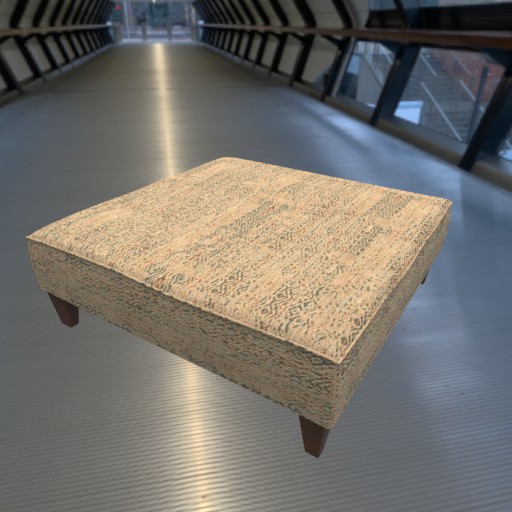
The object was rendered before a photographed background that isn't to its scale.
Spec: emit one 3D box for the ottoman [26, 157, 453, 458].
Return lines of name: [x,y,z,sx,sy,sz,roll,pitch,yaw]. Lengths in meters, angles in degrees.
ottoman: [0.000,0.000,1.473,1.004,0.356,0.968,17,33,29]
